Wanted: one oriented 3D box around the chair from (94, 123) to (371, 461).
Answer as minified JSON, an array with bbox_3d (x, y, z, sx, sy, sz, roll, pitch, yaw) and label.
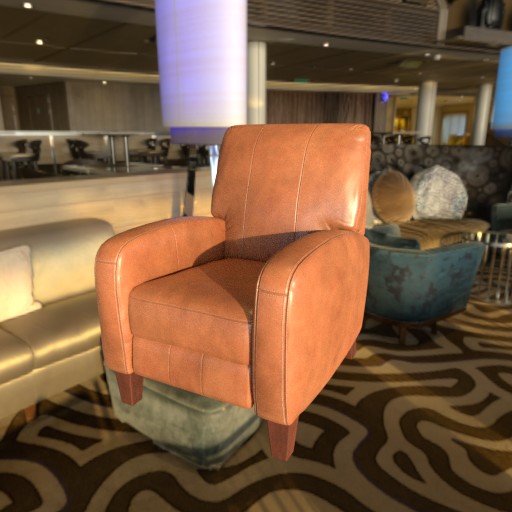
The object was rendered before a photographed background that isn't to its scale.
[{"bbox_3d":[0.000,0.000,1.710,0.762,0.990,0.990,8,17,27],"label":"chair"}]
